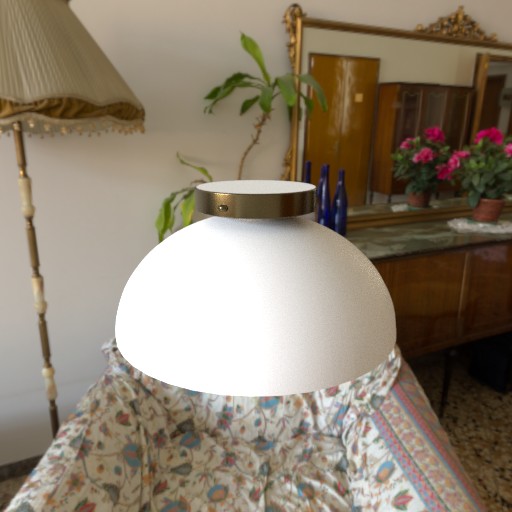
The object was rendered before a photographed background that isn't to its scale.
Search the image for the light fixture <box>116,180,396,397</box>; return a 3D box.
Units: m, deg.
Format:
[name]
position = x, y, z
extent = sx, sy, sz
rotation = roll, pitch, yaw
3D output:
[light fixture]
position = 0.000, 0.000, 0.563
extent = 0.355, 0.177, 0.355
rotation = 0, 15, 0
